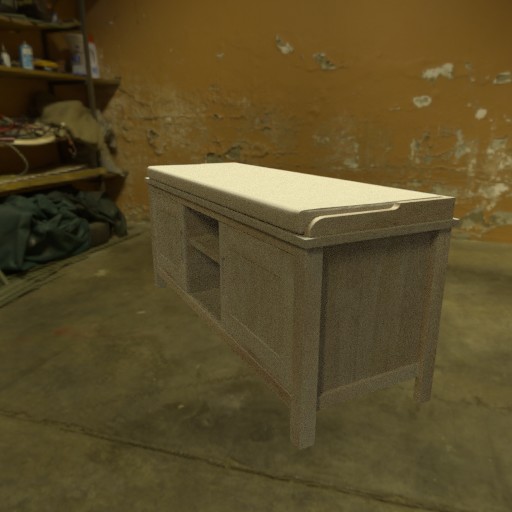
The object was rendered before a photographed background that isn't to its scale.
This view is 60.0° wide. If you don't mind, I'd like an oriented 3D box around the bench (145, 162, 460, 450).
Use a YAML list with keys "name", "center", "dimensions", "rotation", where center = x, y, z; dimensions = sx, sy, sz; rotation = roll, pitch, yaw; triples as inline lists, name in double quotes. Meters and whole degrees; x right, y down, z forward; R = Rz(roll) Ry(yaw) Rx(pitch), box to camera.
- name: "bench"
  center: [0.000, 0.000, 1.409]
  dimensions: [0.398, 0.501, 1.140]
  rotation: [-8, 18, -26]
